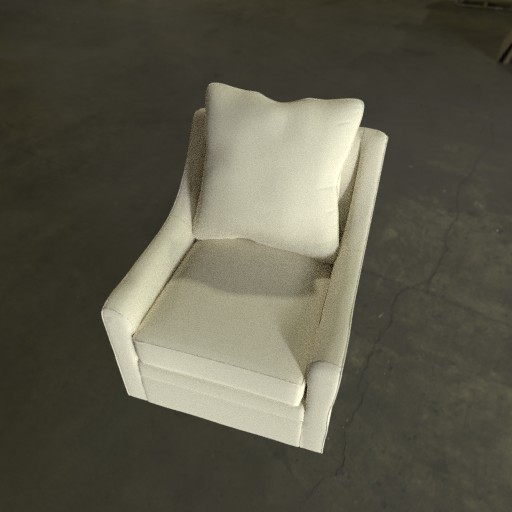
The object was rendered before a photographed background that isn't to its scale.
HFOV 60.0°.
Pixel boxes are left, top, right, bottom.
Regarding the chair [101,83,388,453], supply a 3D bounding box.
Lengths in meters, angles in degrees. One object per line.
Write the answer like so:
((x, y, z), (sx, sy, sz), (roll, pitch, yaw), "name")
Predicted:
((0.000, 0.000, 1.609), (0.756, 0.965, 0.876), (12, 43, 13), "chair")
